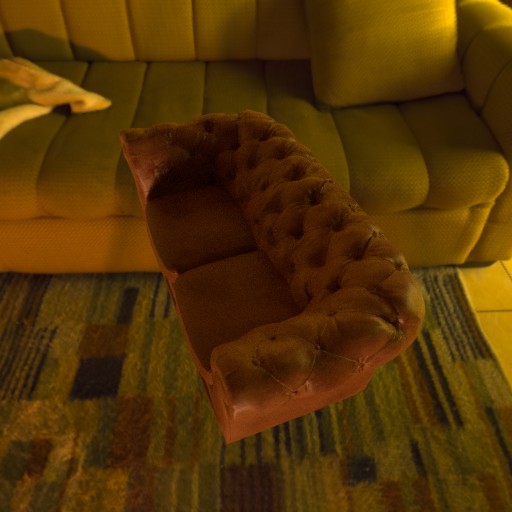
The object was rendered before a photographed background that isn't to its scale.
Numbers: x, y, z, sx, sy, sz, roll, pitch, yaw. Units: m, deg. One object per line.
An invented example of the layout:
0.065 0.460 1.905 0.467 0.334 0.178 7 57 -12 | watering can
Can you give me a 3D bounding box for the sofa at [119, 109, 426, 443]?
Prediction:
0.000 0.000 2.499 1.042 0.877 1.979 -17 48 -15 | sofa
